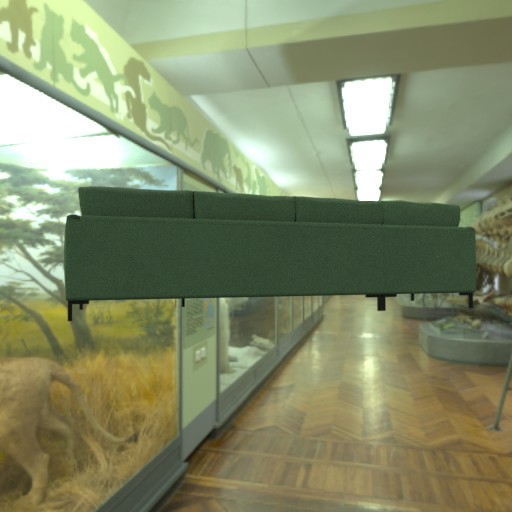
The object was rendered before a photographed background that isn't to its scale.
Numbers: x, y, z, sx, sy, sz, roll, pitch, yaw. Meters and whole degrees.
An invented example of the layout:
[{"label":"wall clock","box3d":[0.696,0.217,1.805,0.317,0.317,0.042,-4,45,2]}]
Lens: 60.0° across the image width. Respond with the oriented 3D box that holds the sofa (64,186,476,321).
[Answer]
[{"label":"sofa","box3d":[0.000,0.000,3.296,2.486,0.687,1.707,0,-1,-17]}]
